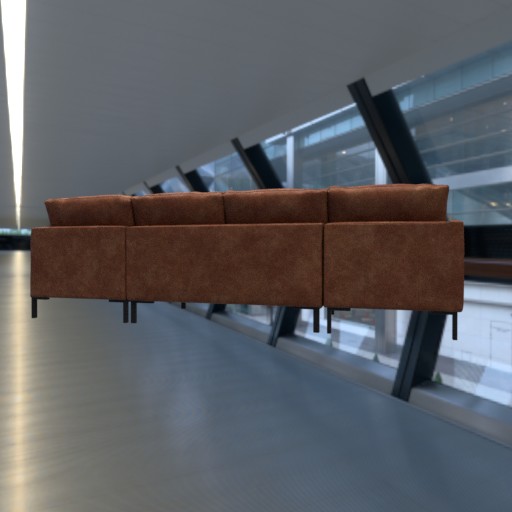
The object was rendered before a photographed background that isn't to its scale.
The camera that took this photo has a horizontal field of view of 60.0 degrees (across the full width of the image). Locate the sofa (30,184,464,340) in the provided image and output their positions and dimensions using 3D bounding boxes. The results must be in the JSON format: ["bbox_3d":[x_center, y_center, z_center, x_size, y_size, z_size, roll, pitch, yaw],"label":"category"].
[{"bbox_3d":[0.000,0.000,3.749,2.956,0.900,1.939,0,1,16],"label":"sofa"}]
